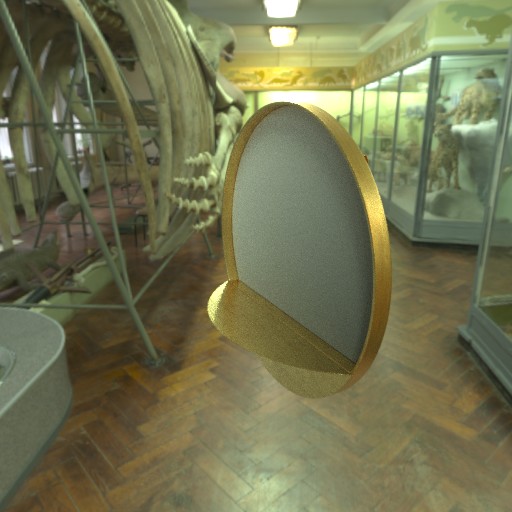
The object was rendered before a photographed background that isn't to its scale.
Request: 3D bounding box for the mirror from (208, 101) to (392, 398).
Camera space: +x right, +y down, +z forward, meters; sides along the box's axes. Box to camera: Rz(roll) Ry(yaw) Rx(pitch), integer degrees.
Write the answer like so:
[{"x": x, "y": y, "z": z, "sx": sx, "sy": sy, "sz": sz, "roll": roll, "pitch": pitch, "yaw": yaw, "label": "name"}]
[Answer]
[{"x": 0.000, "y": 0.000, "z": 0.690, "sx": 0.133, "sy": 0.457, "sz": 0.457, "roll": -8, "pitch": 19, "yaw": -26, "label": "mirror"}]
